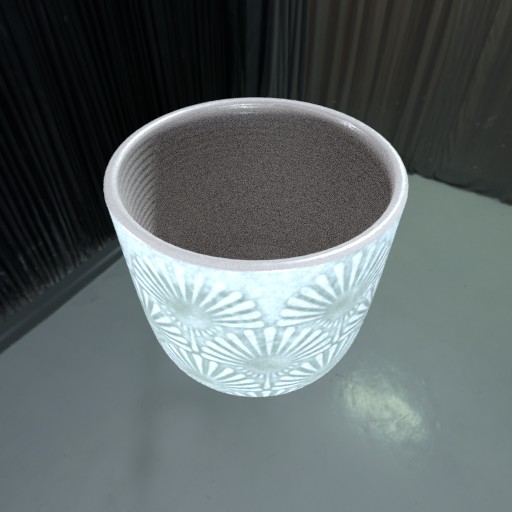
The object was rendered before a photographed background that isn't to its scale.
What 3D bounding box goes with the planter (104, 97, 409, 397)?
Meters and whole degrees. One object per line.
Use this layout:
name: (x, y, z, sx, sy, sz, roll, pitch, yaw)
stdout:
planter: (0.000, 0.000, 0.222, 0.124, 0.109, 0.124, 0, 44, 0)
